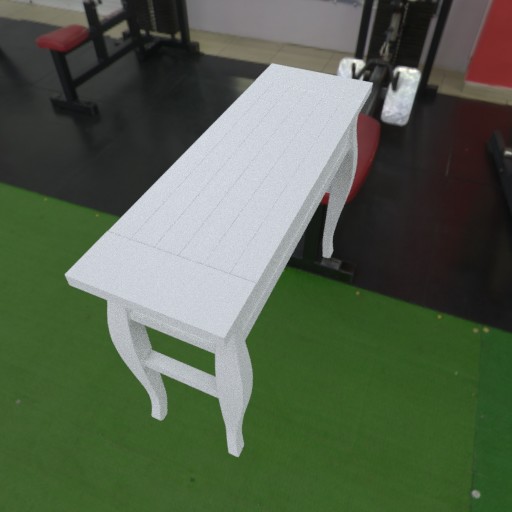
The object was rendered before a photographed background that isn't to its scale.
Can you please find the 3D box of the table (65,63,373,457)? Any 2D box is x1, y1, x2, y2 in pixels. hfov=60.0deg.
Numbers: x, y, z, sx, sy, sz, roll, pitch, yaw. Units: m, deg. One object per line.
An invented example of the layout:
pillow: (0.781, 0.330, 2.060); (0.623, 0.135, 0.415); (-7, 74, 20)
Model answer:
table: (0.000, 0.000, 1.440); (0.373, 0.768, 1.062); (18, 50, 16)
